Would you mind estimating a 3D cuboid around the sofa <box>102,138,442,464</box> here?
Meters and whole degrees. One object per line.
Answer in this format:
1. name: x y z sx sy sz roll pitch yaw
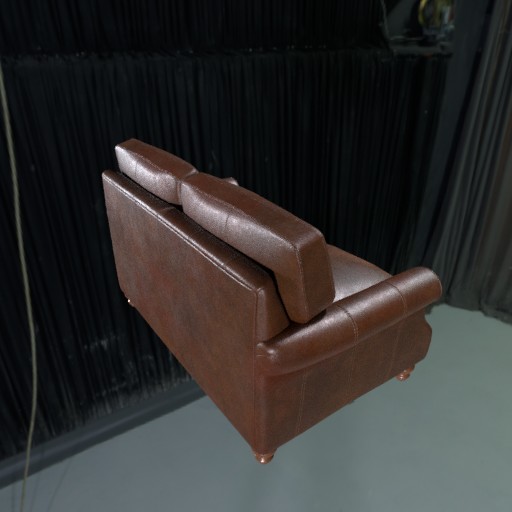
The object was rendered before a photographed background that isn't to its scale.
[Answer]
1. sofa: 0.000 0.000 2.190 0.990 0.976 1.616 -18 32 -31
